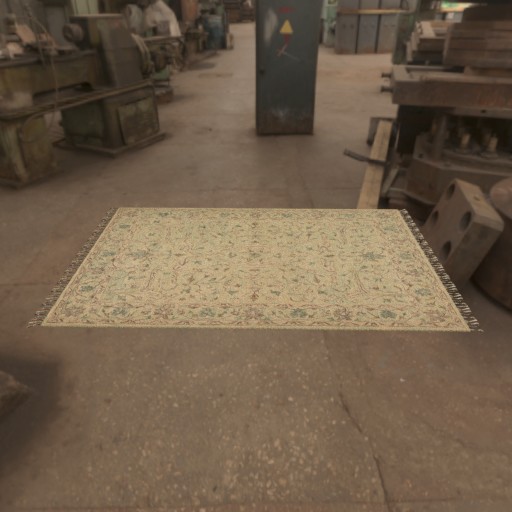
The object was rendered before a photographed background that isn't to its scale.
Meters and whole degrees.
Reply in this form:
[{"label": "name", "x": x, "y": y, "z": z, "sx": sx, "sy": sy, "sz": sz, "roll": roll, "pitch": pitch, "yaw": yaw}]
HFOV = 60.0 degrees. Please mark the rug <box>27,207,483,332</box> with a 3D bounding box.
[{"label": "rug", "x": 0.000, "y": 0.000, "z": 3.004, "sx": 2.435, "sy": 0.010, "sz": 1.544, "roll": 1, "pitch": 31, "yaw": 1}]
